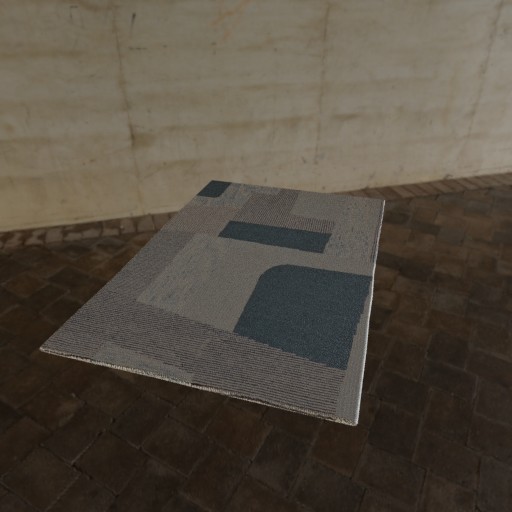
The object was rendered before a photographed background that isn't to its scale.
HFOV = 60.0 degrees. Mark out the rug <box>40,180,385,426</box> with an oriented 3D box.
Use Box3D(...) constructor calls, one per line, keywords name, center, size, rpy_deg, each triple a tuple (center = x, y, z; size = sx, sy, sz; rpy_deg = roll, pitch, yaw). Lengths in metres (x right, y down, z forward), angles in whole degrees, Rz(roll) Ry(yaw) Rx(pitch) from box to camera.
Box3D(name="rug", center=(0.000, 0.000, 2.346), size=(1.238, 0.020, 1.847), rpy_deg=(9, 32, 14))
